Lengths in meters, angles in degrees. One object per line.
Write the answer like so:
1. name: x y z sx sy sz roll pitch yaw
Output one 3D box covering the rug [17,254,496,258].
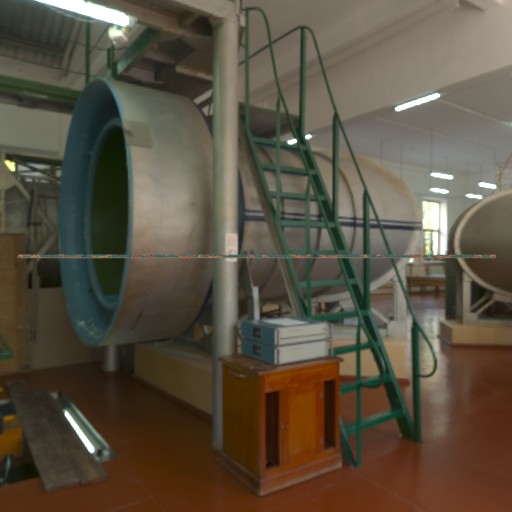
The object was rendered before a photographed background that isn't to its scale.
1. rug: 0.000 0.000 2.874 2.290 0.016 1.527 0 0 -1
